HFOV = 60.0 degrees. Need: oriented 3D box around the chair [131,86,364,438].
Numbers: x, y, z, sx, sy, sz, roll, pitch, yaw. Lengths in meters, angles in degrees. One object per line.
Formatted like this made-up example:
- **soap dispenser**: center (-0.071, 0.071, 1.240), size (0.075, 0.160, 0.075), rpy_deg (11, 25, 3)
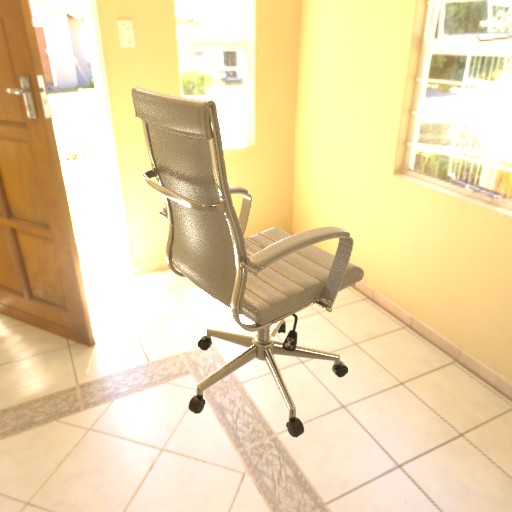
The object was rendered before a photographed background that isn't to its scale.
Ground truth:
- **chair**: center (0.000, 0.000, 1.600), size (0.667, 1.149, 0.679), rpy_deg (-18, 31, -33)
